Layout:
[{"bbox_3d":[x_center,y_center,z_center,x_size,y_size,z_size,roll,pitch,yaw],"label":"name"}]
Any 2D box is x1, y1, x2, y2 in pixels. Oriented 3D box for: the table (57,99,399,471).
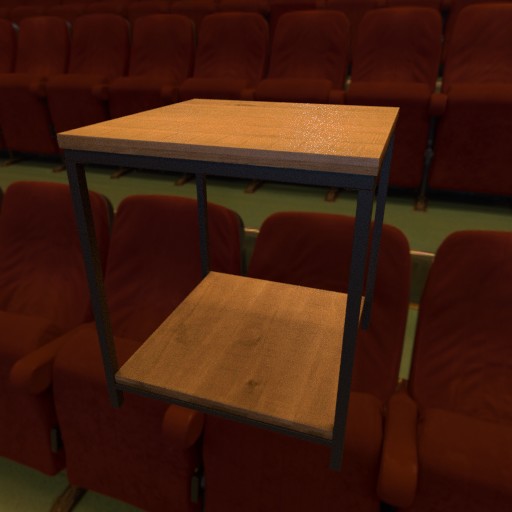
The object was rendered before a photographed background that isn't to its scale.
[{"bbox_3d":[0.000,0.000,0.983,0.507,0.589,0.503,9,27,17],"label":"table"}]
